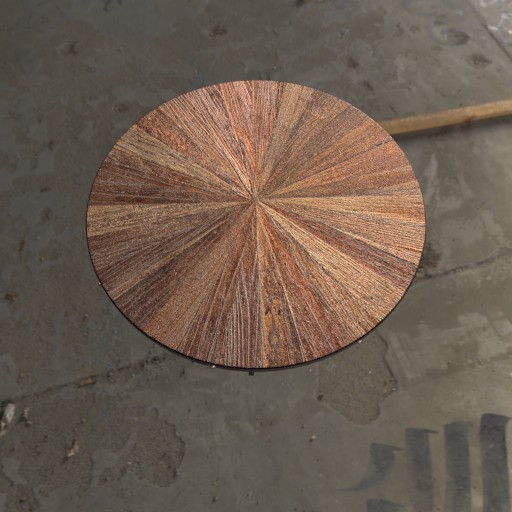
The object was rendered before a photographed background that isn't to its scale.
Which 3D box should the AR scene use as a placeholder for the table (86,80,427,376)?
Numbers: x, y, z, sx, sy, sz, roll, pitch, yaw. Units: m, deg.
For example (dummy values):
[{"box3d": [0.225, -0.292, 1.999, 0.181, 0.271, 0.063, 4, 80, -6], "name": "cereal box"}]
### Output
[{"box3d": [0.000, 0.000, 1.458, 0.885, 0.658, 0.885, 0, 63, 0], "name": "table"}]
